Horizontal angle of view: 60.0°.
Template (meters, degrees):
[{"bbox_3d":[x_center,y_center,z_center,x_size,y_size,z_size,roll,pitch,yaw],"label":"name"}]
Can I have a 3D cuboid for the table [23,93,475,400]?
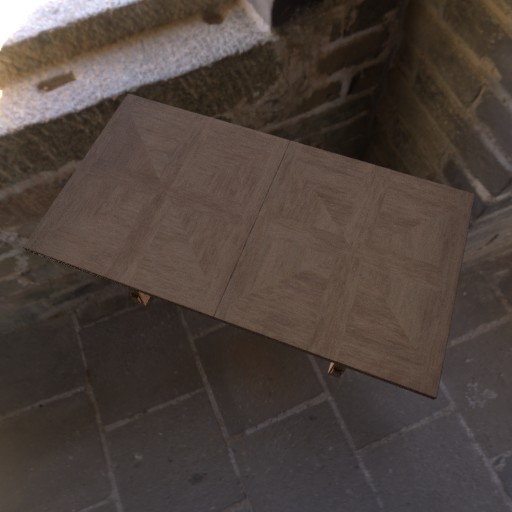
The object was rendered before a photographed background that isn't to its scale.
[{"bbox_3d":[0.000,0.000,2.421,1.881,0.768,1.016,19,65,9],"label":"table"}]
